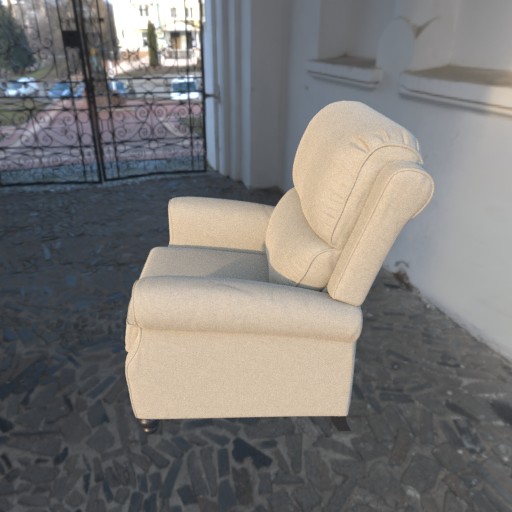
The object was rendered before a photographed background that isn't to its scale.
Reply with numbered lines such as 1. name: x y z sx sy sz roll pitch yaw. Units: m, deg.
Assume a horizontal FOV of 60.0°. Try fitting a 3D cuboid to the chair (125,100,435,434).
1. chair: 0.000 0.000 1.664 0.919 1.046 0.859 -1 27 -1
